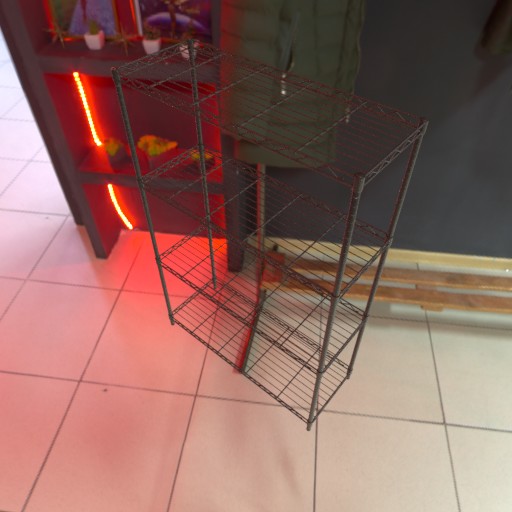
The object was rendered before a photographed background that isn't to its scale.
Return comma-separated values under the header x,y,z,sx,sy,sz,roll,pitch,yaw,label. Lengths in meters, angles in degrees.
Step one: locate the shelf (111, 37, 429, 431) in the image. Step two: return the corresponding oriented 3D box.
x,y,z,sx,sy,sz,roll,pitch,yaw,label
0.000,0.000,1.764,0.907,1.361,0.352,31,53,27,shelf
